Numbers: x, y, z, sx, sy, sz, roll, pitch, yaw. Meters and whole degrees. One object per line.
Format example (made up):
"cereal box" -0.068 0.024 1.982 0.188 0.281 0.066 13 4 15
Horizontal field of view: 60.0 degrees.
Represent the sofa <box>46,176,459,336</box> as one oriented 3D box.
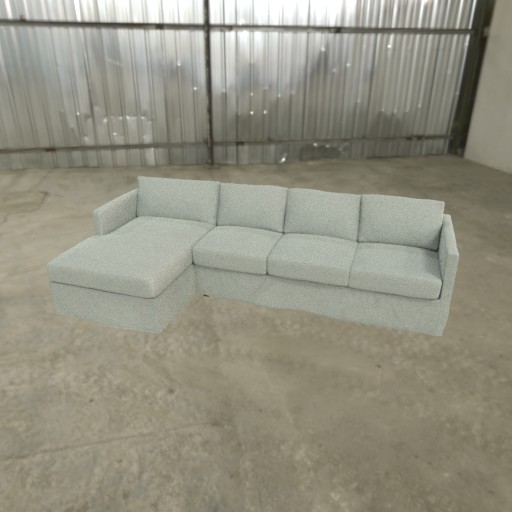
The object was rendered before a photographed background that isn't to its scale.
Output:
"sofa" 0.000 0.000 3.876 3.205 0.922 1.650 8 26 16
